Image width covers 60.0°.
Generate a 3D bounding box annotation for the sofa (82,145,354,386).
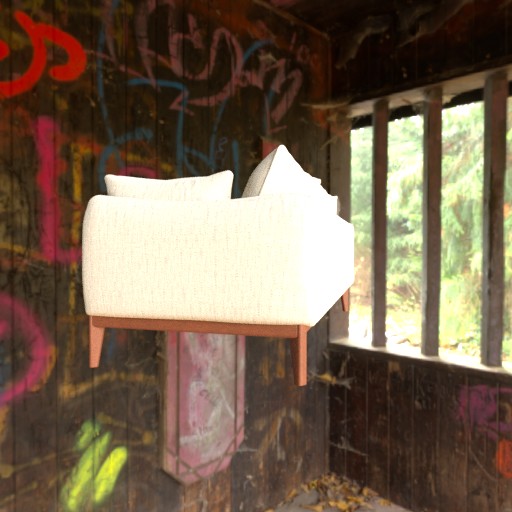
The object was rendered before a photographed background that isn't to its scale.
[{"bbox_3d":[0.000,0.000,2.560,0.991,0.860,1.989,0,1,16],"label":"sofa"}]
